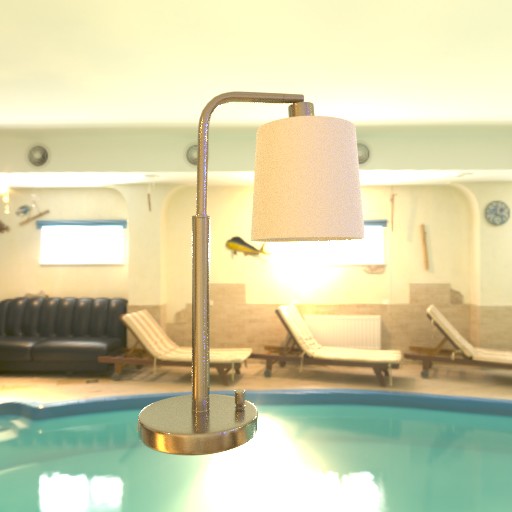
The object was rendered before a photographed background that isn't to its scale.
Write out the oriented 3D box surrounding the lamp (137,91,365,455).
[{"bbox_3d":[0.000,0.000,0.646,0.333,0.489,0.171,0,-1,-17],"label":"lamp"}]
